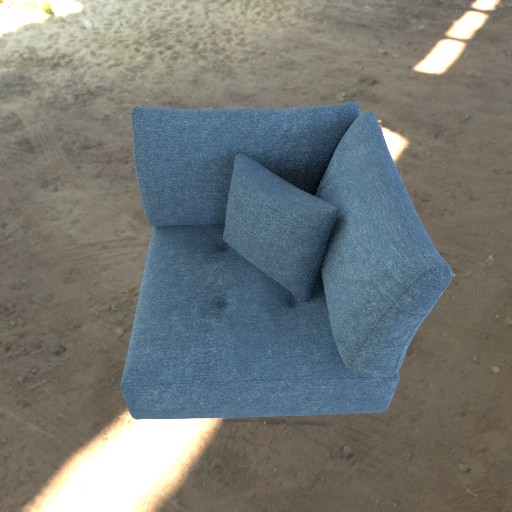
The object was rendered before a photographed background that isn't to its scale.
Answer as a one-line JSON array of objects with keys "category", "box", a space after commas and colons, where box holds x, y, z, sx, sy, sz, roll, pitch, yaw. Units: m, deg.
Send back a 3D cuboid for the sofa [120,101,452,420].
[{"category": "sofa", "box": [0.000, 0.000, 1.744, 1.000, 0.820, 1.000, -1, 44, -1]}]
